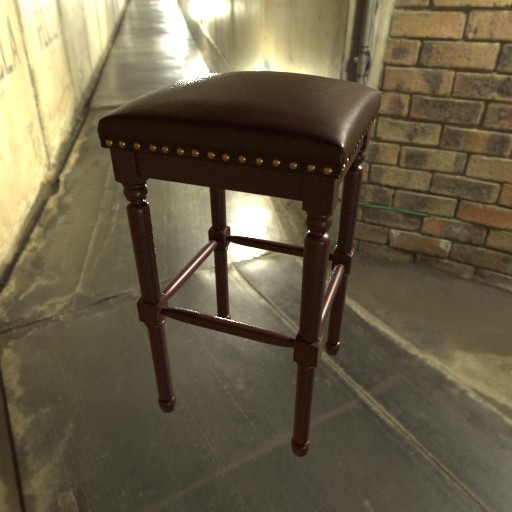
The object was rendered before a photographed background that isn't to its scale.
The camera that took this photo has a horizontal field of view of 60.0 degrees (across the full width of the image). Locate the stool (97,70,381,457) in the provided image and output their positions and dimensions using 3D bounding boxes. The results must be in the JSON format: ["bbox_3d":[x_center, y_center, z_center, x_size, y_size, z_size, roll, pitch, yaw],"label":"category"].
[{"bbox_3d":[0.000,0.000,0.918,0.382,0.702,0.383,11,33,18],"label":"stool"}]
